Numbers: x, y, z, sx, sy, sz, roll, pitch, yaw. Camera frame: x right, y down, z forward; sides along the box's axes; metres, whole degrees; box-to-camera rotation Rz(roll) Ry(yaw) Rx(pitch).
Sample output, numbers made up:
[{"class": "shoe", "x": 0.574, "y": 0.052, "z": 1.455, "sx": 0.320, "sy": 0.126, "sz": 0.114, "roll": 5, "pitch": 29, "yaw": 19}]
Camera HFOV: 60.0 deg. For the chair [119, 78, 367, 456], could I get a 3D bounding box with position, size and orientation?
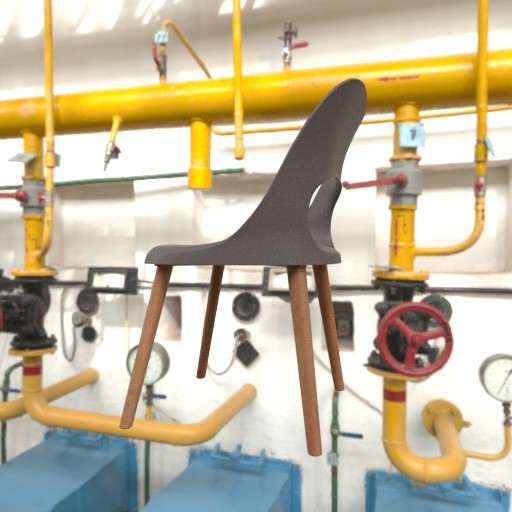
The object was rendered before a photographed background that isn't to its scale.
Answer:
[{"class": "chair", "x": 0.000, "y": 0.000, "z": 1.150, "sx": 0.556, "sy": 0.794, "sz": 0.470, "roll": 0, "pitch": 1, "yaw": 17}]
